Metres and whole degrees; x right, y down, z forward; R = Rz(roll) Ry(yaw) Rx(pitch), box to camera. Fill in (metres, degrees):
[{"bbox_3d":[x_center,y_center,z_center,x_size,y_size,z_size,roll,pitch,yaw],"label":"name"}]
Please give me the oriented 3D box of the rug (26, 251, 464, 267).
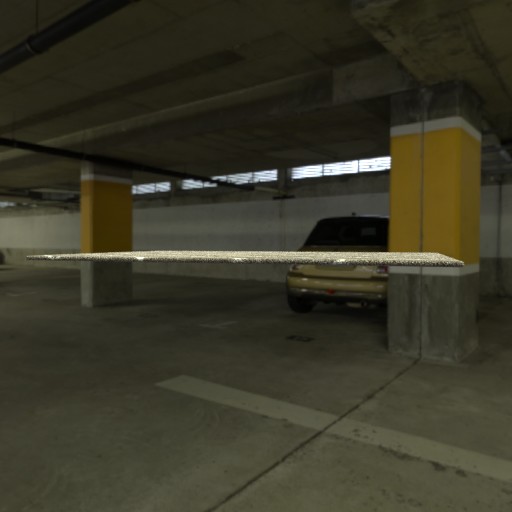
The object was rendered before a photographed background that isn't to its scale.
[{"bbox_3d":[0.000,0.000,3.433,2.743,0.030,1.778,1,2,19],"label":"rug"}]
